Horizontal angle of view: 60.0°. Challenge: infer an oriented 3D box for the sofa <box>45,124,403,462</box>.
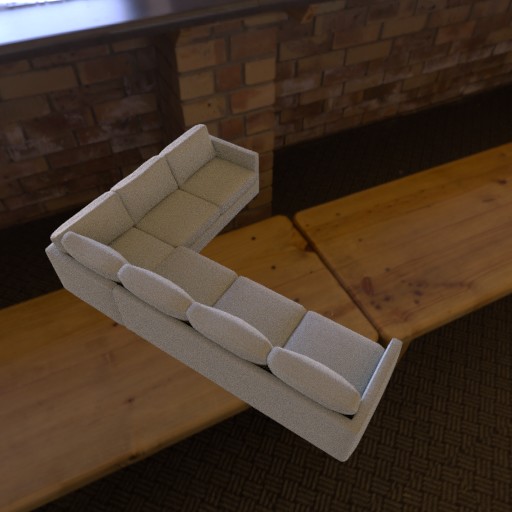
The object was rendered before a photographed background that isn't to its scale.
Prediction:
[{"bbox_3d":[0.000,0.000,4.569,3.333,0.934,2.522,25,53,21],"label":"sofa"}]
